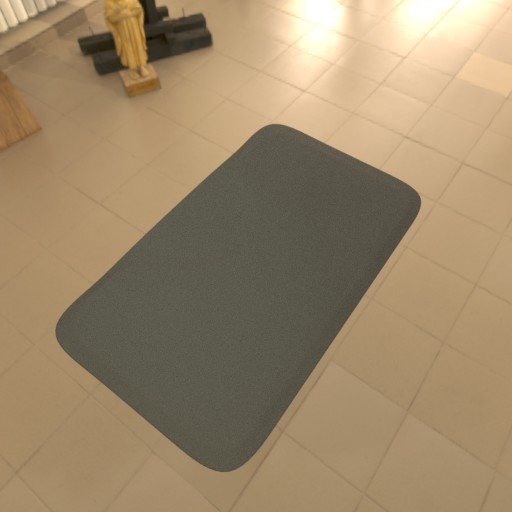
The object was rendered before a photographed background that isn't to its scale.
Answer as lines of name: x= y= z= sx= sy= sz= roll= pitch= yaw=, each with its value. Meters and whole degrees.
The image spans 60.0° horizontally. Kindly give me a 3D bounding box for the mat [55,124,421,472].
mat: x=0.000 y=0.000 z=1.875 sx=0.918 sy=0.013 sz=1.524 roll=31 pitch=62 yaw=19
